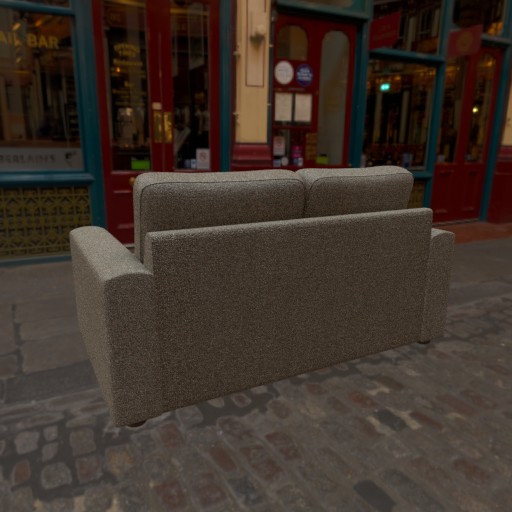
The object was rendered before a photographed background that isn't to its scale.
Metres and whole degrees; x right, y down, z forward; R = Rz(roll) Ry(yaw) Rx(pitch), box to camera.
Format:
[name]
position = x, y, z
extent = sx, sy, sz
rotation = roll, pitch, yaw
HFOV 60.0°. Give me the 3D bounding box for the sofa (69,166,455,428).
[sofa]
position = 0.000, 0.000, 2.194
extent = 1.616, 0.873, 1.016
rotation = -7, 16, -27
